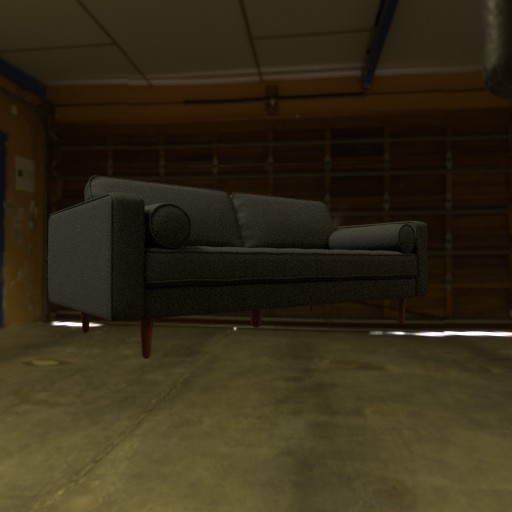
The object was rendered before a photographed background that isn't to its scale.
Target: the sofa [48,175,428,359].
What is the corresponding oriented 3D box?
[{"bbox_3d":[0.000,0.000,2.364,1.875,0.759,0.914,1,-1,-37],"label":"sofa"}]
